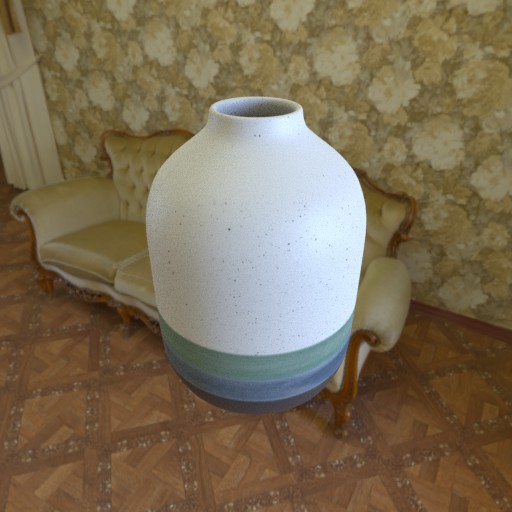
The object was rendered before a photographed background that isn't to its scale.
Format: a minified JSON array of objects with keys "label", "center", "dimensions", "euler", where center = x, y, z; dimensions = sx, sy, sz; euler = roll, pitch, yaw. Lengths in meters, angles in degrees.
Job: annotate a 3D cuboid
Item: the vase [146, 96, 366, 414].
[{"label":"vase","center":[0.000,0.000,0.366],"dimensions":[0.169,0.240,0.169],"euler":[0,32,0]}]
